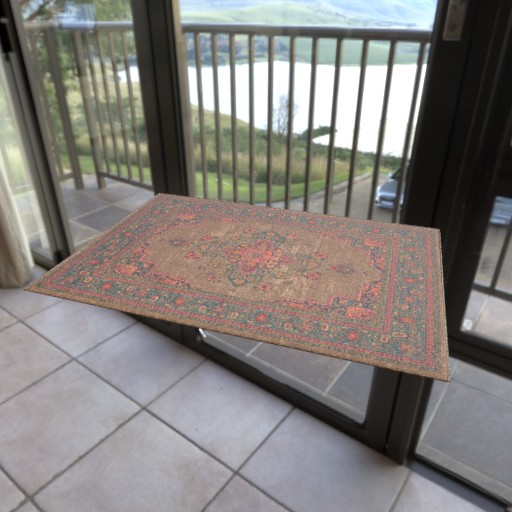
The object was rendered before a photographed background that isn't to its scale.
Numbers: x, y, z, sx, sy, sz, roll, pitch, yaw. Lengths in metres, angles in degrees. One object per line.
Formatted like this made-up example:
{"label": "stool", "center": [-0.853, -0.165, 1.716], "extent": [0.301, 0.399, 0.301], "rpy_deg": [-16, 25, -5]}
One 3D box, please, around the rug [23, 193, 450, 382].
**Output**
{"label": "rug", "center": [0.000, 0.000, 3.635], "extent": [2.890, 0.013, 2.005], "rpy_deg": [9, 31, 16]}
